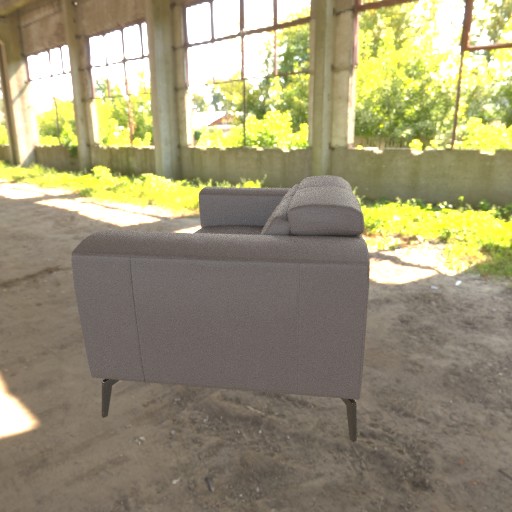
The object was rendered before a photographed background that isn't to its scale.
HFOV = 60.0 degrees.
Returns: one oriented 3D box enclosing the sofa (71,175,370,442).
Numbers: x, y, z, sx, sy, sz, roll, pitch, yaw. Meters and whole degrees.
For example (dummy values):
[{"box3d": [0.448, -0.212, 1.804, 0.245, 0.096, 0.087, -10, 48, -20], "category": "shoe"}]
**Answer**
[{"box3d": [0.000, 0.000, 2.350, 1.003, 0.779, 1.895, 2, 15, 8], "category": "sofa"}]
